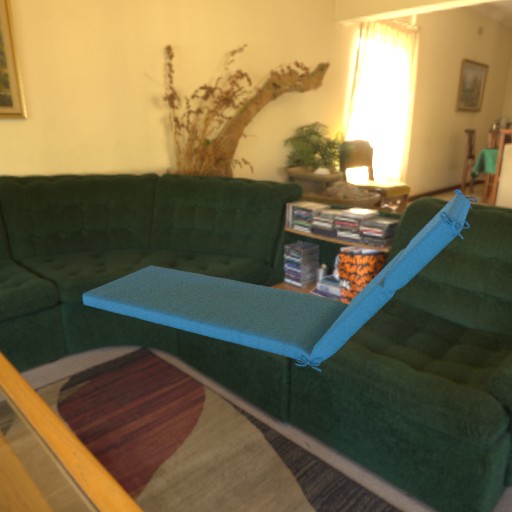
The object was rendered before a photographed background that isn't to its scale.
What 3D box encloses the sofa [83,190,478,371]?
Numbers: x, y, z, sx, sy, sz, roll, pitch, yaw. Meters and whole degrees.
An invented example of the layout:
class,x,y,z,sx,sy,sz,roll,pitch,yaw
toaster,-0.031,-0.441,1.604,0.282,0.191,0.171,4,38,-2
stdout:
class,x,y,z,sx,sy,sz,roll,pitch,yaw
sofa,0.000,0.000,1.940,1.663,0.622,0.582,9,19,26
